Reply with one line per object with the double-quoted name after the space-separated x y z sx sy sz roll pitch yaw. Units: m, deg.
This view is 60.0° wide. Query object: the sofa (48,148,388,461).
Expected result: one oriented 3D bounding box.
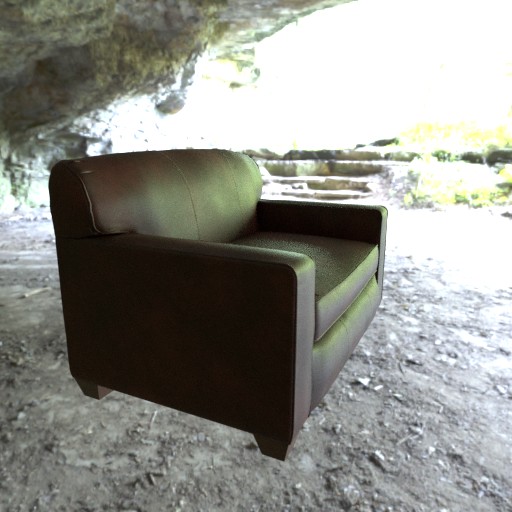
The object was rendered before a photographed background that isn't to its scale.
0.000 0.000 2.040 1.000 0.956 1.413 7 16 25 "sofa"
